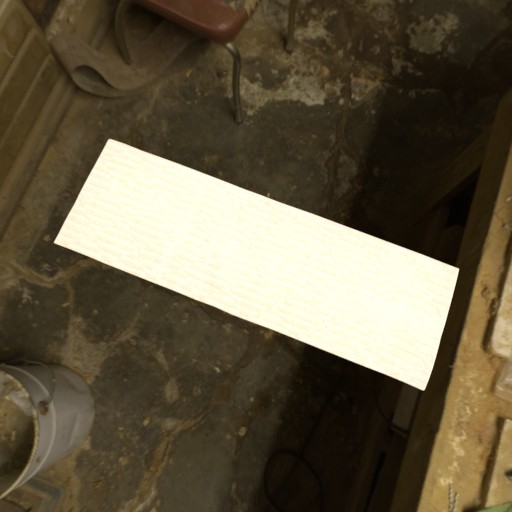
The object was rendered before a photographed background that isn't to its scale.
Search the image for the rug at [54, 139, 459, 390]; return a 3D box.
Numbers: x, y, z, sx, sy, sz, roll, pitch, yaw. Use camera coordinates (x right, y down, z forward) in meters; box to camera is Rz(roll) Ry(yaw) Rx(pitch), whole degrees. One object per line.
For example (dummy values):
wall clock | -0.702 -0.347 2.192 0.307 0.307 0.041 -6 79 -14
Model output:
rug | 0.000 0.000 2.790 2.450 0.014 0.793 21 77 5
